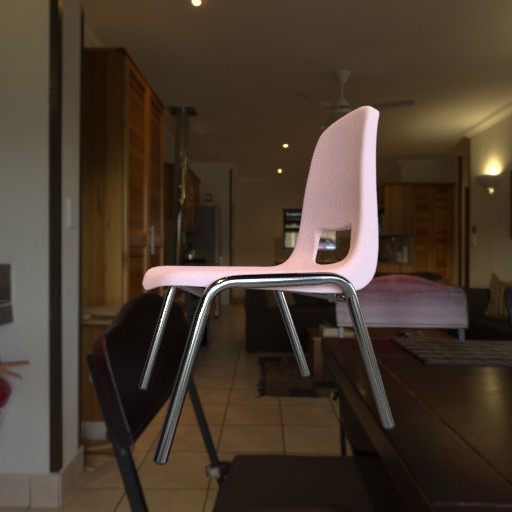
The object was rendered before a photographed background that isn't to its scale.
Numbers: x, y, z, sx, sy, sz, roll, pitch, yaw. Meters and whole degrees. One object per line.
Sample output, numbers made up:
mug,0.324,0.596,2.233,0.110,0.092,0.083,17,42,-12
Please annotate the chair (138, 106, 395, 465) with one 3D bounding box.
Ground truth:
chair,0.000,0.000,0.785,0.385,0.536,0.354,0,0,-18
